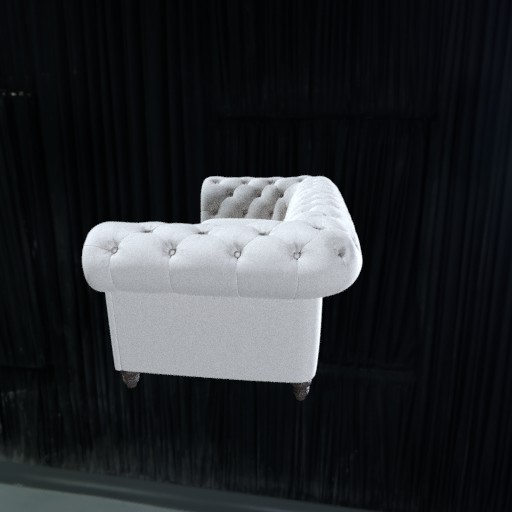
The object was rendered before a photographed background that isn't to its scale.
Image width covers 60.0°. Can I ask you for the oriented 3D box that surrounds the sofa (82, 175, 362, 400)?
[{"bbox_3d":[0.000,0.000,2.478,0.986,0.764,1.998,2,16,7],"label":"sofa"}]
